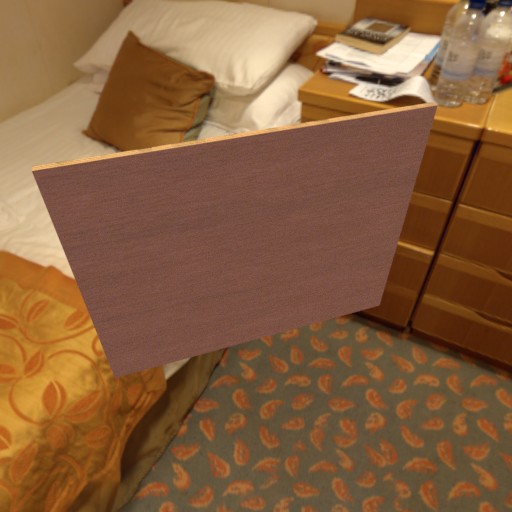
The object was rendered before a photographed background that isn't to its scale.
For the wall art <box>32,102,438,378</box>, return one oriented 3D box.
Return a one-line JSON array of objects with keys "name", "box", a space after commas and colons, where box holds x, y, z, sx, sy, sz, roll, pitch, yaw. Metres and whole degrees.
[{"name": "wall art", "box": [0.000, 0.000, 0.674, 0.508, 0.408, 0.010, -13, 45, -13]}]
